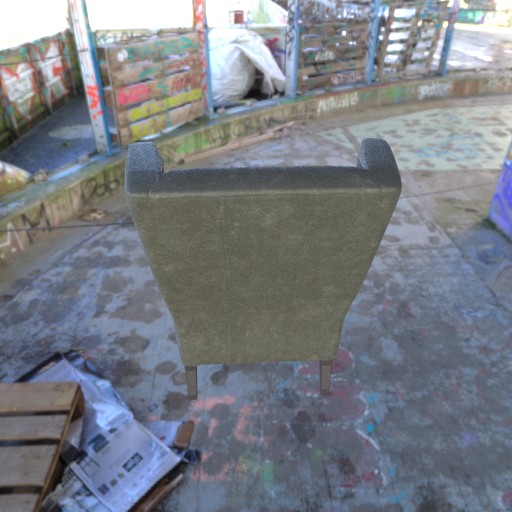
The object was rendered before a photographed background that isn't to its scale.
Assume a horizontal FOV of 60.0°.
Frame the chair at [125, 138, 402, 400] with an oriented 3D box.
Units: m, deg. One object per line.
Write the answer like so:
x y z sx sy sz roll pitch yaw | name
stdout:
0.000 0.000 1.706 0.853 1.016 0.926 -2 32 -3 | chair
